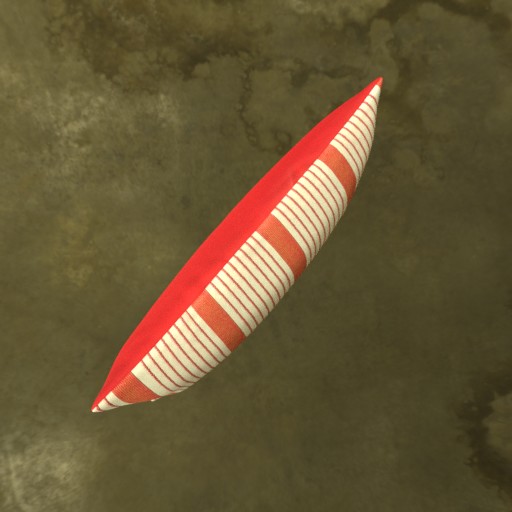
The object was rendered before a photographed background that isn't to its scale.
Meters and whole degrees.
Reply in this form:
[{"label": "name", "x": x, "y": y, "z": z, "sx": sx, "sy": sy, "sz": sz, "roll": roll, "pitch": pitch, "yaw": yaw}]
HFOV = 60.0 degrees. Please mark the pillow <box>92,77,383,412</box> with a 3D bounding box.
[{"label": "pillow", "x": 0.000, "y": 0.000, "z": 0.732, "sx": 0.151, "sy": 0.297, "sz": 0.608, "roll": 38, "pitch": 78, "yaw": 10}]
